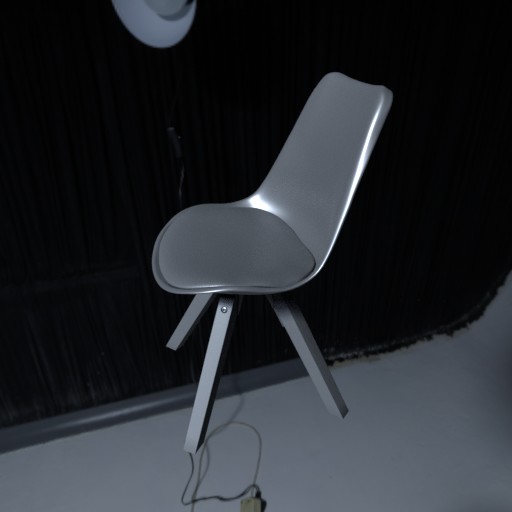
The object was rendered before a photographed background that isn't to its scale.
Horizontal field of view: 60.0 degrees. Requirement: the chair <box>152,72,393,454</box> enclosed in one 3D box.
[{"bbox_3d":[0.000,0.000,1.157,0.530,0.850,0.485,-8,31,-14],"label":"chair"}]
